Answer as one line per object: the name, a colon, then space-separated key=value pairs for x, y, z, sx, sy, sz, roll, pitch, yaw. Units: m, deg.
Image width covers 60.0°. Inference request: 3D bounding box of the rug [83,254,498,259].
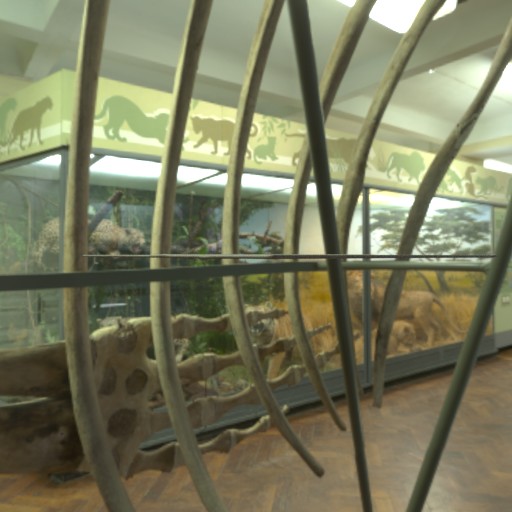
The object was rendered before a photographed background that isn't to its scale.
rug: x=0.000 y=0.000 z=2.842 sx=1.540 sy=0.021 sz=2.290 roll=0 pitch=0 yaw=-36
